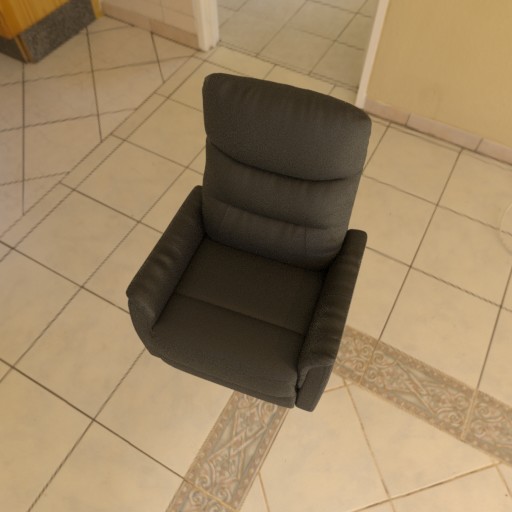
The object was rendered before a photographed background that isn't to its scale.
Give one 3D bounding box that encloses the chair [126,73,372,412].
[{"bbox_3d":[0.000,0.000,1.677,0.775,1.082,0.831,17,60,10],"label":"chair"}]
